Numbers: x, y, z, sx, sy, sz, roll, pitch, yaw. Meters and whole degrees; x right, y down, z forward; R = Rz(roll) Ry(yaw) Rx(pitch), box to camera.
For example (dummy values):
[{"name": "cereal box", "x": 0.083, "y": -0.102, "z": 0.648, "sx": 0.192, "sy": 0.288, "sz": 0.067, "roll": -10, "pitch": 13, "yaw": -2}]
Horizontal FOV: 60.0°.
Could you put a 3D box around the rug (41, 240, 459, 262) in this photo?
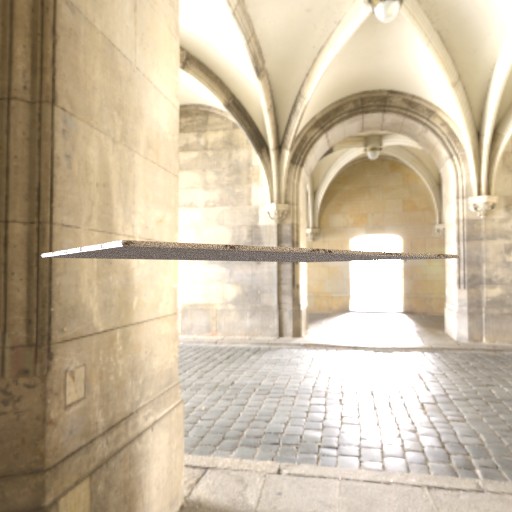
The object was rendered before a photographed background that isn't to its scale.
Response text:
[{"name": "rug", "x": 0.000, "y": 0.000, "z": 3.446, "sx": 2.743, "sy": 0.030, "sz": 1.778, "roll": 2, "pitch": -3, "yaw": -36}]
